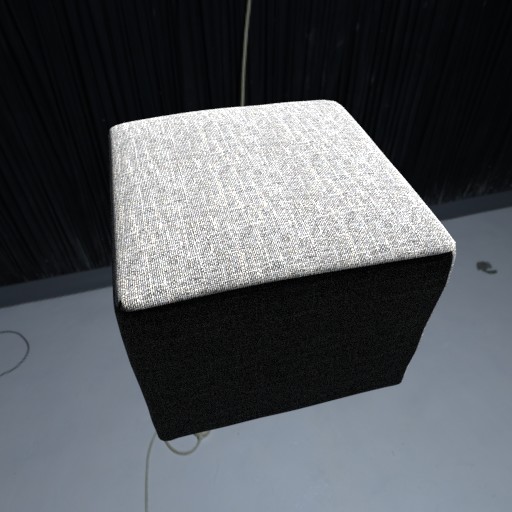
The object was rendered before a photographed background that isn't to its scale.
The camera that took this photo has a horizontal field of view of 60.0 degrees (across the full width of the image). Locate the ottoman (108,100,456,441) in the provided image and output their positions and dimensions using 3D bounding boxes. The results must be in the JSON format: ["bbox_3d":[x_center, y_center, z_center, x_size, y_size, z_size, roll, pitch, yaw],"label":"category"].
[{"bbox_3d":[0.000,0.000,0.916,0.512,0.453,0.521,-10,46,-10],"label":"ottoman"}]
